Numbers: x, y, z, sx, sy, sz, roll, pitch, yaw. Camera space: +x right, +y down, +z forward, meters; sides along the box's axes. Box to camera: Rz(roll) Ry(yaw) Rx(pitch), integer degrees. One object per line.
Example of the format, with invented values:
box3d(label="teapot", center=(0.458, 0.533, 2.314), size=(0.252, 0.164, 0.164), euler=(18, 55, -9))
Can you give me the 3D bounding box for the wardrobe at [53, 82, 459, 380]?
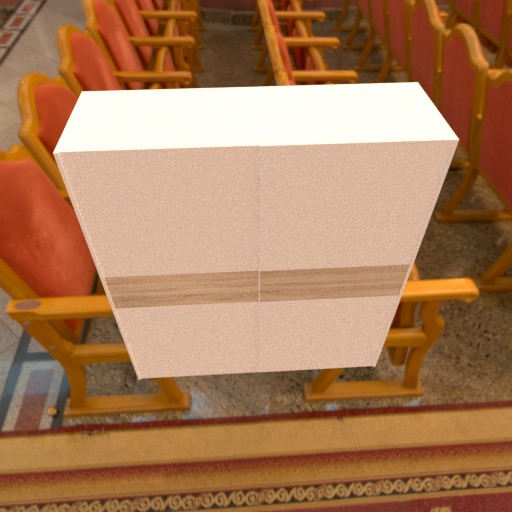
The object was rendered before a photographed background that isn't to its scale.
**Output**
box3d(label="wardrobe", center=(0.000, 0.000, 2.924), size=(1.830, 2.020, 0.600), euler=(-3, 46, -2))
